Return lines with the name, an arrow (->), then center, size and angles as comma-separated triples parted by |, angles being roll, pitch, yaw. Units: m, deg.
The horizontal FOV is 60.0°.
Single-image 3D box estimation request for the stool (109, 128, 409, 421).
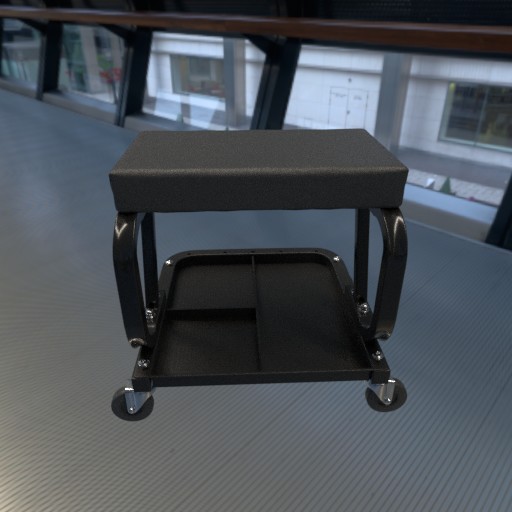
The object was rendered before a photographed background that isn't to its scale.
stool -> 0.000, 0.000, 0.737 | 0.446, 0.380, 0.371 | -1, 29, -2
